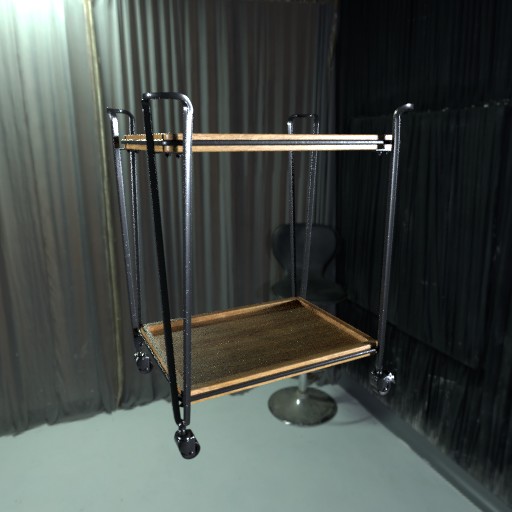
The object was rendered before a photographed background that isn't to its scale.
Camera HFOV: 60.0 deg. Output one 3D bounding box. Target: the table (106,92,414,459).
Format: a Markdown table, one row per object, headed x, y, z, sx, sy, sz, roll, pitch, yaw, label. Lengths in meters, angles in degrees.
| x | y | z | sx | sy | sz | roll | pitch | yaw | label |
| --- | --- | --- | --- | --- | --- | --- | --- | --- | --- |
| 0.000 | 0.000 | 1.227 | 0.672 | 0.785 | 0.505 | -7 | 16 | -26 | table |
